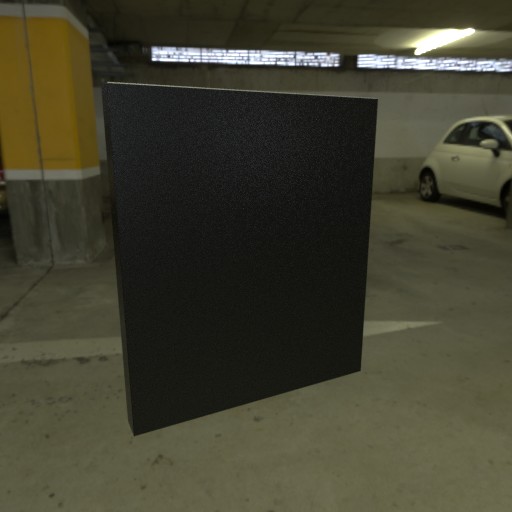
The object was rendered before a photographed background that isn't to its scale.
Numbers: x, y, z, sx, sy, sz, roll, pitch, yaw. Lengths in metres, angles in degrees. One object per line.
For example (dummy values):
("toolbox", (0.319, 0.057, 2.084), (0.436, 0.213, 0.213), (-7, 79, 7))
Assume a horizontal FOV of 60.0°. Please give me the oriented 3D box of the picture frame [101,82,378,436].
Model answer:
("picture frame", (0.000, 0.000, 0.544), (0.328, 0.378, 0.034), (-7, 16, -26))
